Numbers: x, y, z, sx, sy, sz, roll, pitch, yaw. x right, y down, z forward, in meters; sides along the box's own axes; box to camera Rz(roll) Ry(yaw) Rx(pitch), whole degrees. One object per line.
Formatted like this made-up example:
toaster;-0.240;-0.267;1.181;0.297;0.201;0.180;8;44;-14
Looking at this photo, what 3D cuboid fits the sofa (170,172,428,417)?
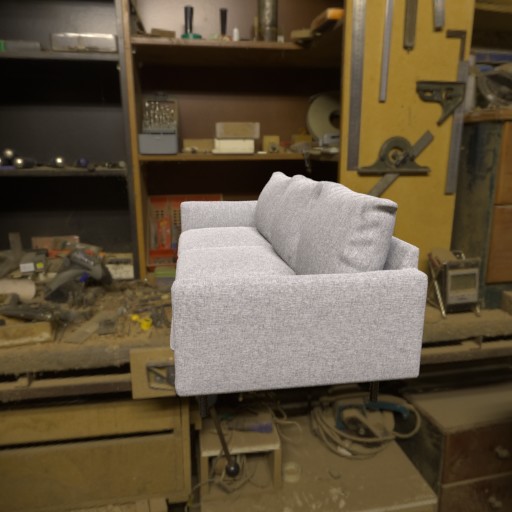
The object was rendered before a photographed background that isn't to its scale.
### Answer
sofa;0.000;0.000;2.376;0.850;0.830;2.000;-2;14;-8
